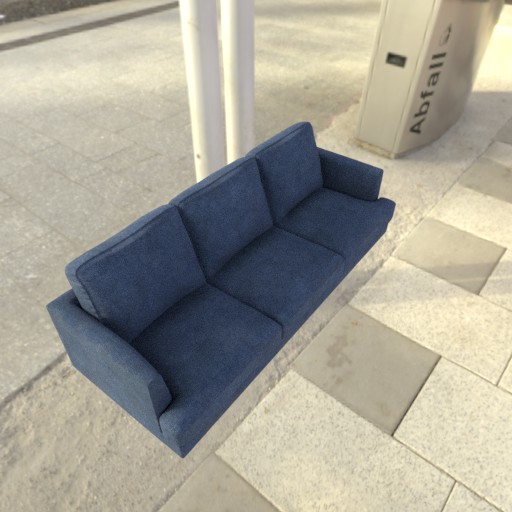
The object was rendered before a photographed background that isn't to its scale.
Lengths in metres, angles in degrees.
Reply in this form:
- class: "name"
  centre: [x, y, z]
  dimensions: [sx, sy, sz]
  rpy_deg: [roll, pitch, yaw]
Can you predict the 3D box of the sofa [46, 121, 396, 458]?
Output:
- class: "sofa"
  centre: [0.000, 0.000, 2.751]
  dimensions: [0.903, 0.930, 2.246]
  rpy_deg: [27, 48, 27]
